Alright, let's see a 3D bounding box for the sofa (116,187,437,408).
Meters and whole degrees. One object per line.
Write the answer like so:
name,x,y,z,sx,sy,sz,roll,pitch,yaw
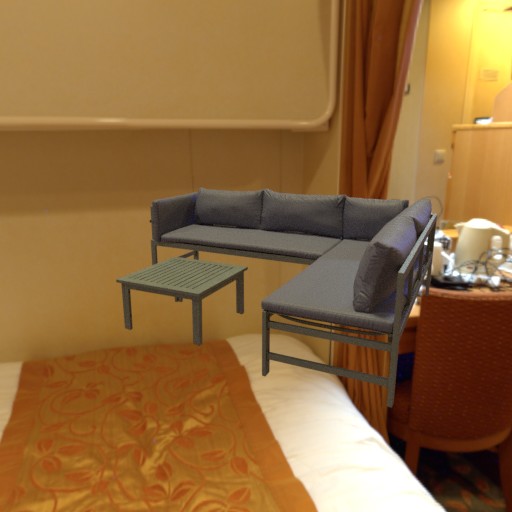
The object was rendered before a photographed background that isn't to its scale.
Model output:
sofa,0.000,0.000,3.048,2.149,0.762,1.658,7,16,25
